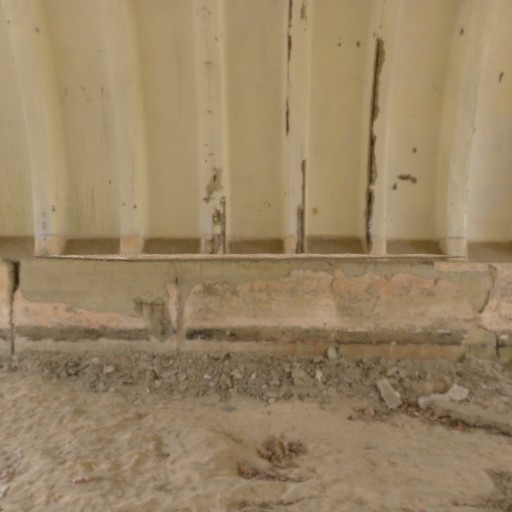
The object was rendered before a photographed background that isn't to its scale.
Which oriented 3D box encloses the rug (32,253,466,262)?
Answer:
[{"bbox_3d":[0.000,0.000,2.919,2.434,0.027,1.529,0,1,-35],"label":"rug"}]
